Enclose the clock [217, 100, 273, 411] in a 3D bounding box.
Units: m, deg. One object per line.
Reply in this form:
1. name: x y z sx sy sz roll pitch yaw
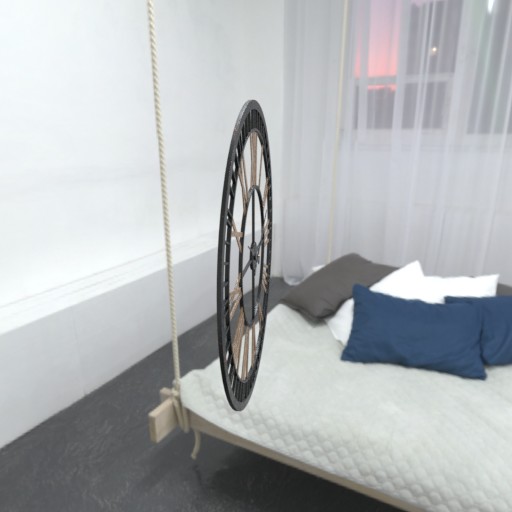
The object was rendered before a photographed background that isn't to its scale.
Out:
1. clock: 0.000 0.000 1.267 0.025 0.843 0.843 3 17 8
